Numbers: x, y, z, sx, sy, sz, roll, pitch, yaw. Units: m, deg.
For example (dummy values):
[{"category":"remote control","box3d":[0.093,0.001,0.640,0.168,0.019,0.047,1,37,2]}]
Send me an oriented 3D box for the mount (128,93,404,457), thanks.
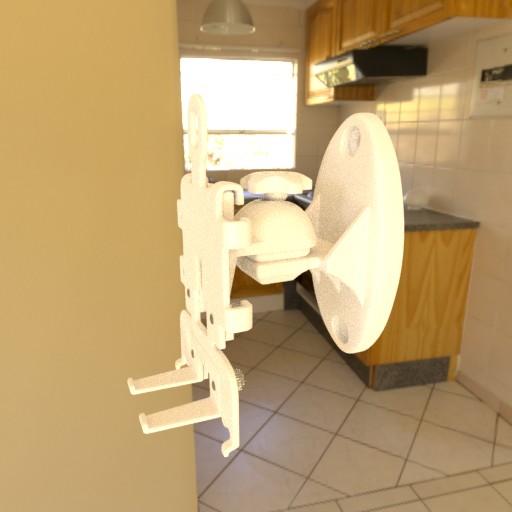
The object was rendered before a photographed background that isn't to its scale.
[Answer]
[{"category":"mount","box3d":[0.000,0.000,0.173,0.100,0.118,0.066,-7,17,-23]}]
